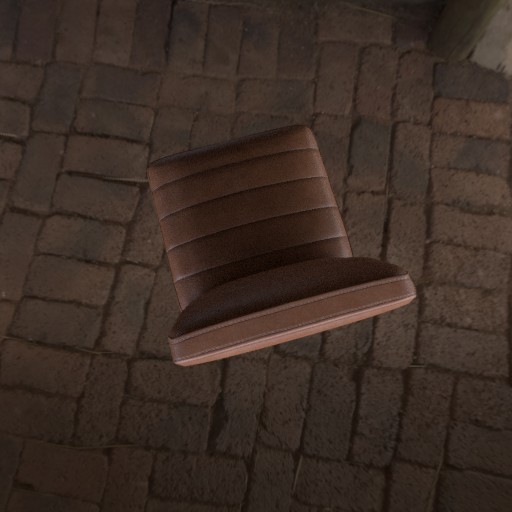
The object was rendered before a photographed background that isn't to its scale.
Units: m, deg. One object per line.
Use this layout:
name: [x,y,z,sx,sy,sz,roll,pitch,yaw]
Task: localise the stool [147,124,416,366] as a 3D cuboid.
stool: [0.000,0.000,1.287,0.458,1.040,0.556,-15,76,-4]
